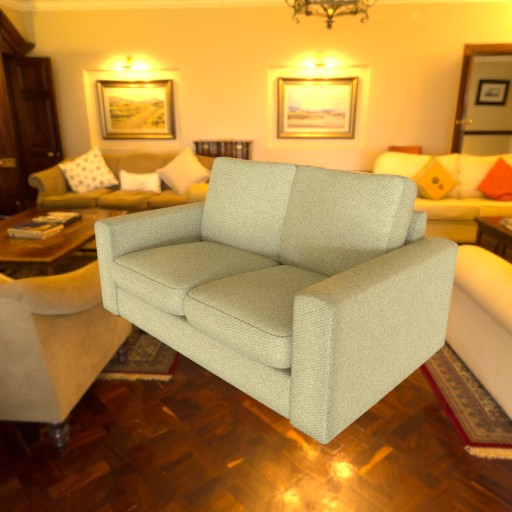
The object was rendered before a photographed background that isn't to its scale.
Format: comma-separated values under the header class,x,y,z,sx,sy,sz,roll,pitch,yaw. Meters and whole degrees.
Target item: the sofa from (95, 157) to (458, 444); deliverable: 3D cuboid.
class,x,y,z,sx,sy,sz,roll,pitch,yaw
sofa,0.000,0.000,2.255,1.616,0.873,1.016,17,25,42
